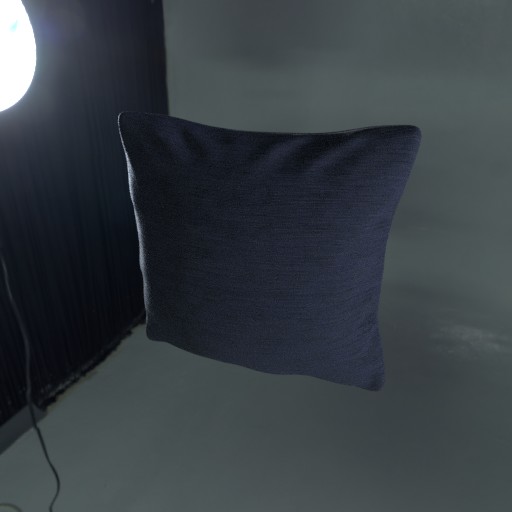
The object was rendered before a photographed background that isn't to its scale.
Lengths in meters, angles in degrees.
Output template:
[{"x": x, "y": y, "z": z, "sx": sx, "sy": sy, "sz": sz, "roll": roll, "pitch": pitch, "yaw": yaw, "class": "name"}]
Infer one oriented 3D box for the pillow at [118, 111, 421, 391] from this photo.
[{"x": 0.000, "y": 0.000, "z": 0.685, "sx": 0.432, "sy": 0.414, "sz": 0.246, "roll": 8, "pitch": 27, "yaw": 17, "class": "pillow"}]
